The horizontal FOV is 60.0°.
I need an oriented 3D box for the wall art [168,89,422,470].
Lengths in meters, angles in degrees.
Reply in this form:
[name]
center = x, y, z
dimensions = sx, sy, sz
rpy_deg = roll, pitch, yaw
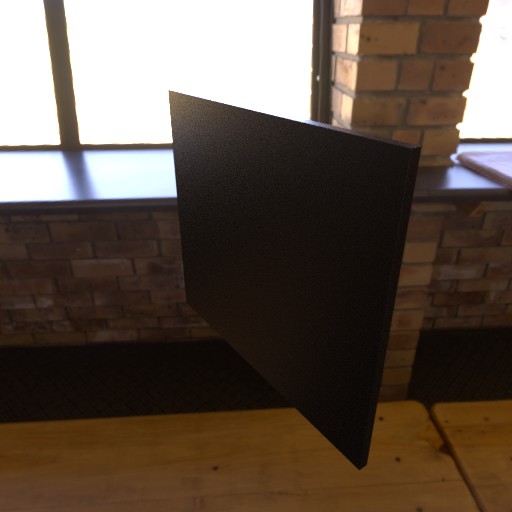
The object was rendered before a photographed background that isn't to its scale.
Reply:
[wall art]
center = 0.000, 0.000, 0.520
dimensions = 0.012, 0.332, 0.383
rpy_deg = -18, 33, -31
